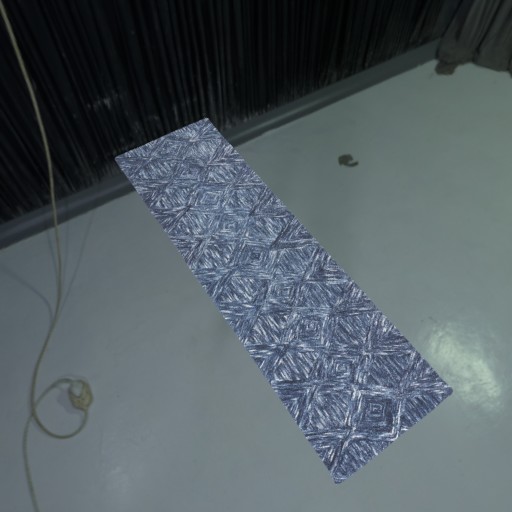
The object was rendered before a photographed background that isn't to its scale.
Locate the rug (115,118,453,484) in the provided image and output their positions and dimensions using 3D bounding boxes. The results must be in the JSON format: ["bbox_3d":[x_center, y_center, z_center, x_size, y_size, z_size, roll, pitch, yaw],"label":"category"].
[{"bbox_3d":[0.000,0.000,2.495,0.719,0.013,2.306,-30,62,-17],"label":"rug"}]
